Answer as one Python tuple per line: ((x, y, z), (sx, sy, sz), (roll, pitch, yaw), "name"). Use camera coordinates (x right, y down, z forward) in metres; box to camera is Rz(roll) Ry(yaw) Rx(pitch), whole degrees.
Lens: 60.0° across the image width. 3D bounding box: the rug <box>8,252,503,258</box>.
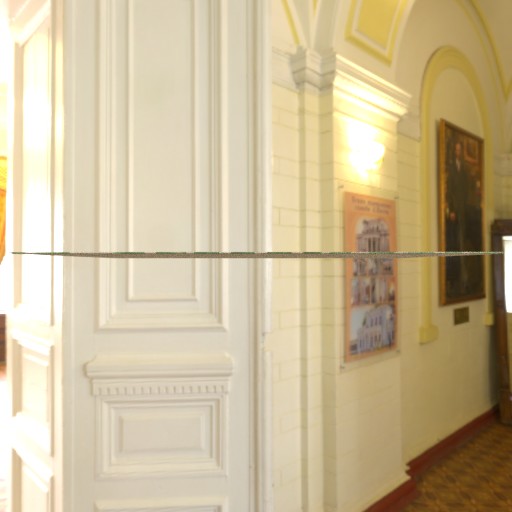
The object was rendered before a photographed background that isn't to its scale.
((0.000, 0.000, 2.240), (1.826, 0.006, 1.220), (0, -1, 0), "rug")
